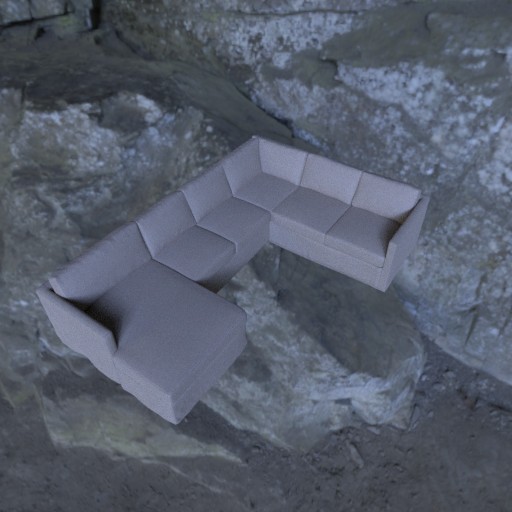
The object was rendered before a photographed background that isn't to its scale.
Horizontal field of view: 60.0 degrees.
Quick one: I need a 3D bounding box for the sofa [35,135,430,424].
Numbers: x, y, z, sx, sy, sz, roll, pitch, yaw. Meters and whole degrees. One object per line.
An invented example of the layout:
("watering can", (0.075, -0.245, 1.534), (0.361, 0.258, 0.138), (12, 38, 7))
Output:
("sofa", (0.000, 0.000, 4.676), (2.476, 0.878, 3.528), (25, 48, 25))
